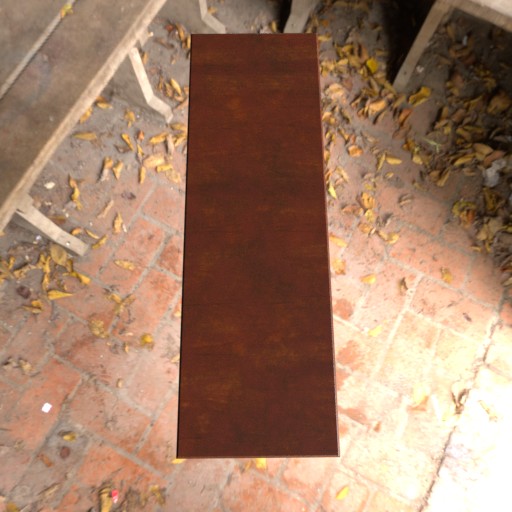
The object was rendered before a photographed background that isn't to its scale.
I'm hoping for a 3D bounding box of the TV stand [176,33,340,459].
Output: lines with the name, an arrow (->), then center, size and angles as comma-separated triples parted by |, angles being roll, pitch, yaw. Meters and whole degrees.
TV stand -> 0.000, 0.000, 1.811 | 0.445, 0.915, 1.372 | -1, 75, 0
